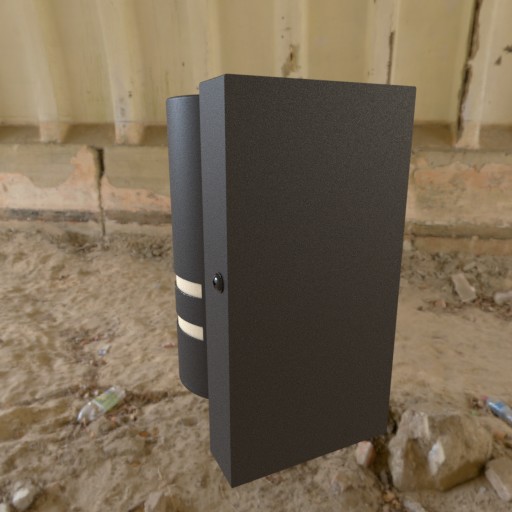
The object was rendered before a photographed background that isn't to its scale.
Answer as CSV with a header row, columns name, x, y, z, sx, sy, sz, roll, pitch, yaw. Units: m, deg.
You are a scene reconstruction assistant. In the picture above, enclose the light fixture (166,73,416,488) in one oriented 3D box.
name,x,y,z,sx,sy,sz,roll,pitch,yaw
light fixture,0.000,0.000,0.261,0.098,0.179,0.138,-7,16,-25
